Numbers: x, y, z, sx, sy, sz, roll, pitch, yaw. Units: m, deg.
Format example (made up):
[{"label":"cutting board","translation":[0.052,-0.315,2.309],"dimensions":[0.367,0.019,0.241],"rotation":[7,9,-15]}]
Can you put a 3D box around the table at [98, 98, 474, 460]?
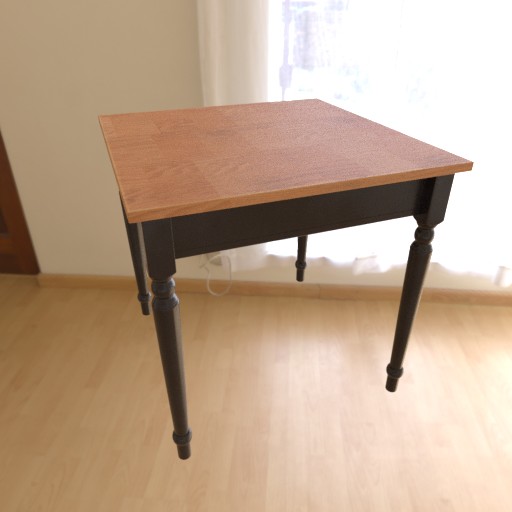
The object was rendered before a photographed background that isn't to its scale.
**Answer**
[{"label":"table","translation":[0.000,0.000,1.350],"dimensions":[0.747,0.738,0.747],"rotation":[-11,32,-18]}]
